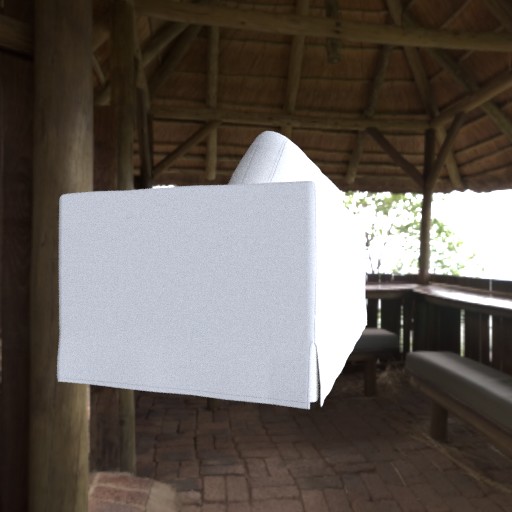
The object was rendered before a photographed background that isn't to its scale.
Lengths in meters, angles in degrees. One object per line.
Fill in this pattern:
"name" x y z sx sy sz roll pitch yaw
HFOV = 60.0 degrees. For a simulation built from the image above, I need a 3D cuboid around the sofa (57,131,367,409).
"sofa" 0.000 0.000 2.352 1.009 0.932 1.813 0 0 18
